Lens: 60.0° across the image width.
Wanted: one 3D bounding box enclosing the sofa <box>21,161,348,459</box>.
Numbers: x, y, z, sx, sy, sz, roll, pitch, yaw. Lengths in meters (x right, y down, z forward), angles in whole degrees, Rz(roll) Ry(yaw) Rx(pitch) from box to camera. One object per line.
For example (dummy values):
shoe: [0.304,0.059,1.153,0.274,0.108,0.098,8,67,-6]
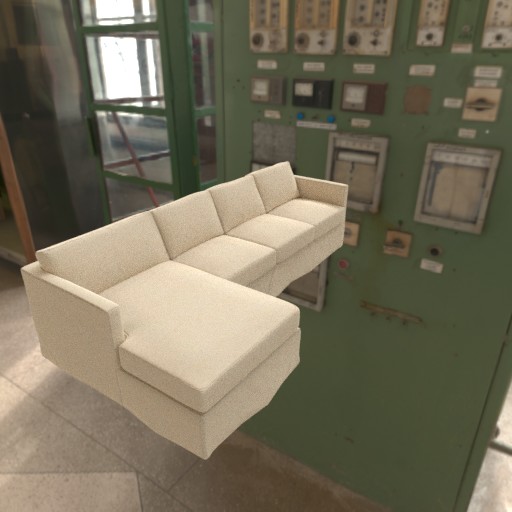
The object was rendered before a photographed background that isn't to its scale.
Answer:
sofa: [0.000,0.000,3.802,1.650,0.922,3.205,17,30,32]
